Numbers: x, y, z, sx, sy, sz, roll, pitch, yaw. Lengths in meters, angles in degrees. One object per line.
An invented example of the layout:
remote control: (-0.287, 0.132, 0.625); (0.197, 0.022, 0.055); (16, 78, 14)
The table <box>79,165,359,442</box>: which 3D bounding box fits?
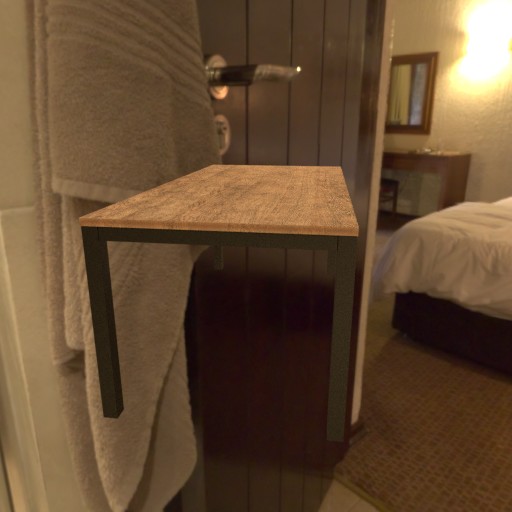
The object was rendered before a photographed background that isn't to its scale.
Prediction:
table: (0.000, 0.000, 2.345); (0.893, 0.767, 1.805); (3, 17, 8)
